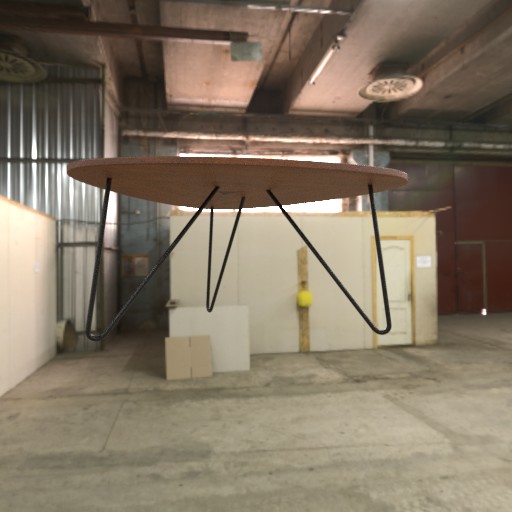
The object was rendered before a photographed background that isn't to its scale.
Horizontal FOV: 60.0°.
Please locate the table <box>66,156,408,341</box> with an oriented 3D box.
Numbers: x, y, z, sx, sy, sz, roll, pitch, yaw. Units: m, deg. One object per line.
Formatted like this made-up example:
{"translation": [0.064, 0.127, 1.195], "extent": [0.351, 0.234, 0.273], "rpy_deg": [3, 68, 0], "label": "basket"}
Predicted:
{"translation": [0.000, 0.000, 1.267], "extent": [0.821, 0.413, 0.833], "rpy_deg": [0, -1, 19], "label": "table"}
